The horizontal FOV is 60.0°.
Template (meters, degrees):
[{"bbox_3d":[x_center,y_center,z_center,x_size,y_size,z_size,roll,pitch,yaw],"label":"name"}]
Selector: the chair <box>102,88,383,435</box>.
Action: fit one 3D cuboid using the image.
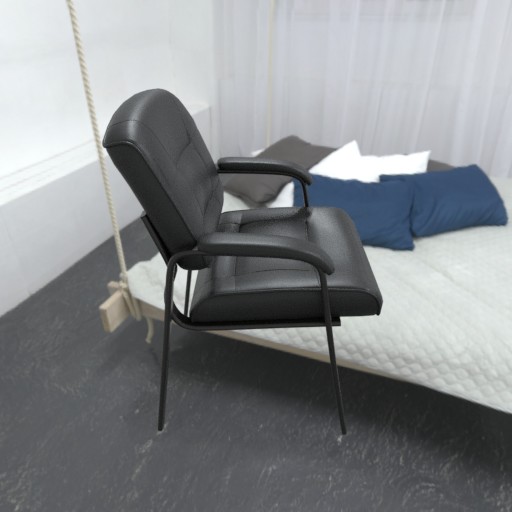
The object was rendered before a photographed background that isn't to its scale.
[{"bbox_3d":[0.000,0.000,1.313,0.668,0.910,0.591,0,32,1],"label":"chair"}]
